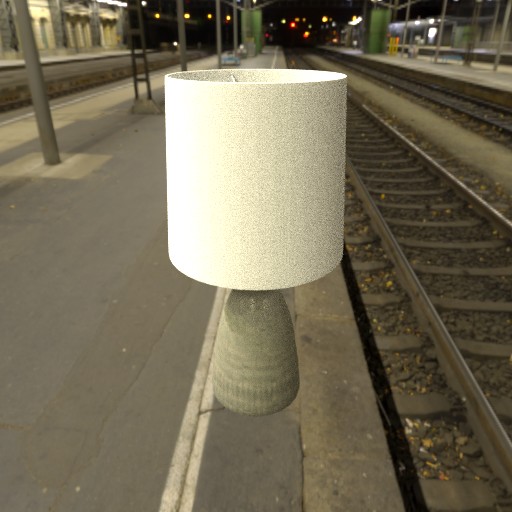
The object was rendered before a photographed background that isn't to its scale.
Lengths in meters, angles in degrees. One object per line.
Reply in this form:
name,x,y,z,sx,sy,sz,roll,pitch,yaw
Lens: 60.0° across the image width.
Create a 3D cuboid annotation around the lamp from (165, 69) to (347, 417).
lamp,0.000,0.000,0.487,0.186,0.369,0.186,0,26,0
